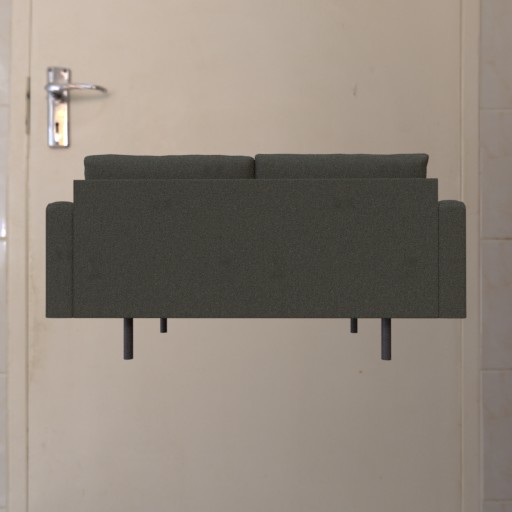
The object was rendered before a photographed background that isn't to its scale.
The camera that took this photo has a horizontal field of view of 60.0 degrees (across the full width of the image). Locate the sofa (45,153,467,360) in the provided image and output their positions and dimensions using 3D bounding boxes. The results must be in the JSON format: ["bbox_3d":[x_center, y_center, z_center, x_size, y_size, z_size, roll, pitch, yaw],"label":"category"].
[{"bbox_3d":[0.000,0.000,2.246,1.730,0.897,0.889,0,0,1],"label":"sofa"}]
